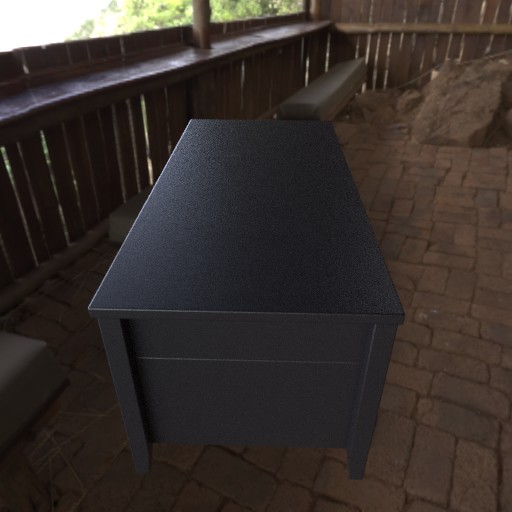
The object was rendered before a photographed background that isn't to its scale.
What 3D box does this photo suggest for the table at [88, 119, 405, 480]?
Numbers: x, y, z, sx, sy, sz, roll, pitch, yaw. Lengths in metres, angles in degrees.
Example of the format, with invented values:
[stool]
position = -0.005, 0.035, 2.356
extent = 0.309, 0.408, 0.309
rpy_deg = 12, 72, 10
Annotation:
[table]
position = 0.000, 0.000, 1.221
extent = 0.483, 0.457, 1.016
rpy_deg = 1, 33, 2
